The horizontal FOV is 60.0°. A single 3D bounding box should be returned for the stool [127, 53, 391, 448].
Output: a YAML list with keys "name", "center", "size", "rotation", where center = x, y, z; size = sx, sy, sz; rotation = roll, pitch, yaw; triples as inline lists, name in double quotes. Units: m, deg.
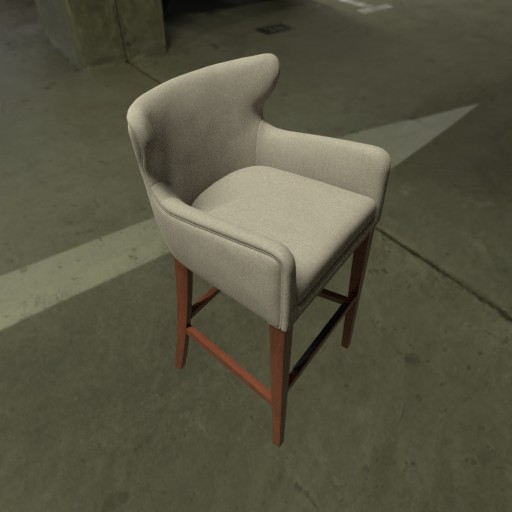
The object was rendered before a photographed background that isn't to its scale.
- name: "stool"
  center: [0.000, 0.000, 1.415]
  size: [0.575, 1.047, 0.575]
  rotation: [25, 48, 26]
